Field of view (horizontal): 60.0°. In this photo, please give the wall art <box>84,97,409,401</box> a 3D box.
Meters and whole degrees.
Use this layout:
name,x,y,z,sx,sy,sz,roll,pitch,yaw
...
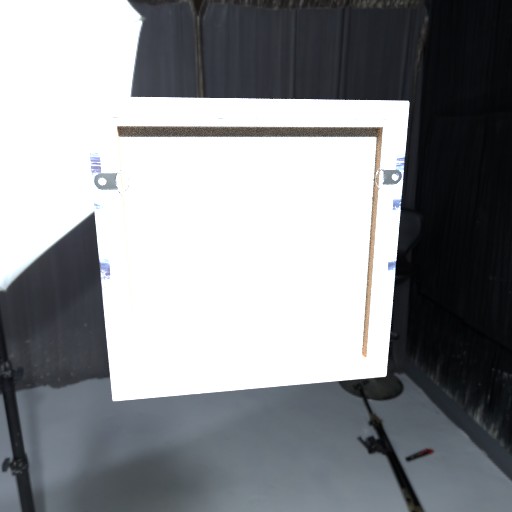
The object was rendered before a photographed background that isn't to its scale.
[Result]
name,x,y,z,sx,sy,sz,roll,pitch,yaw
wall art,0.000,0.000,1.116,0.755,0.747,0.065,-2,15,-9
